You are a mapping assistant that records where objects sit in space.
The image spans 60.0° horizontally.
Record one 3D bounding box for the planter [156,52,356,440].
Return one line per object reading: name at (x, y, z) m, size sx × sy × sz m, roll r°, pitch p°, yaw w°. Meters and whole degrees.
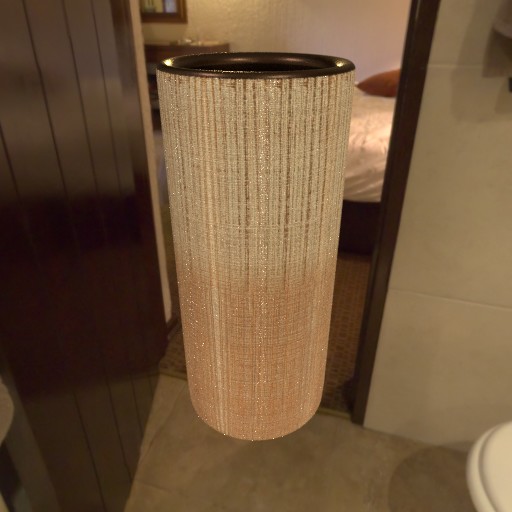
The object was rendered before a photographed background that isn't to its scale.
planter at (0.000, 0.000, 0.280) m, size 0.100 × 0.227 × 0.100 m, roll -10°, pitch 31°, yaw -17°
